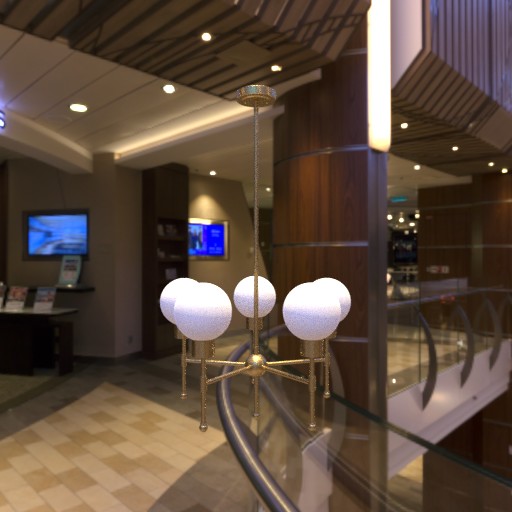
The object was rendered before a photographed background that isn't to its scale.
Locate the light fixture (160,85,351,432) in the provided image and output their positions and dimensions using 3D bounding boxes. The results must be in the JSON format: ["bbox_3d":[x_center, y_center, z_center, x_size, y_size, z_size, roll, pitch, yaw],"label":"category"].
[{"bbox_3d":[0.000,0.000,1.838,0.815,1.331,0.785,0,0,-1],"label":"light fixture"}]
